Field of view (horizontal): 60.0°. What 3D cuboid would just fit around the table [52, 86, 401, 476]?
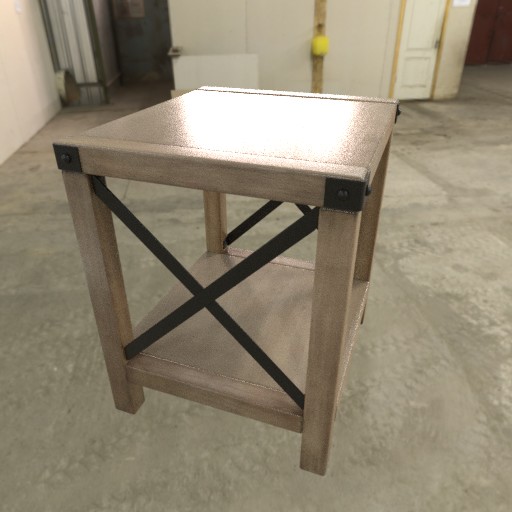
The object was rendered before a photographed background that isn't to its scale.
[{"bbox_3d":[0.000,0.000,0.910,0.459,0.561,0.510,10,32,17],"label":"table"}]
